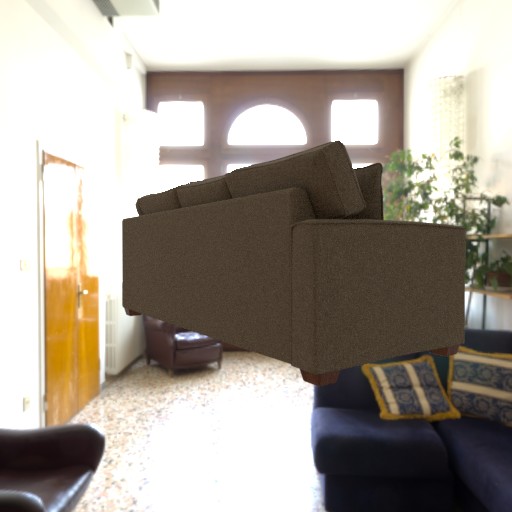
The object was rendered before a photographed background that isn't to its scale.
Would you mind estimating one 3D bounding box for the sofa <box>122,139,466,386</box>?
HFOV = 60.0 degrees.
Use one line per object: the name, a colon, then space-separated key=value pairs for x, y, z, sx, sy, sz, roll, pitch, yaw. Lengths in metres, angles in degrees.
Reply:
sofa: x=0.000 y=0.000 z=2.872 sx=1.061 sy=0.962 sz=2.317 roll=-1 pitch=1 yaw=-34
